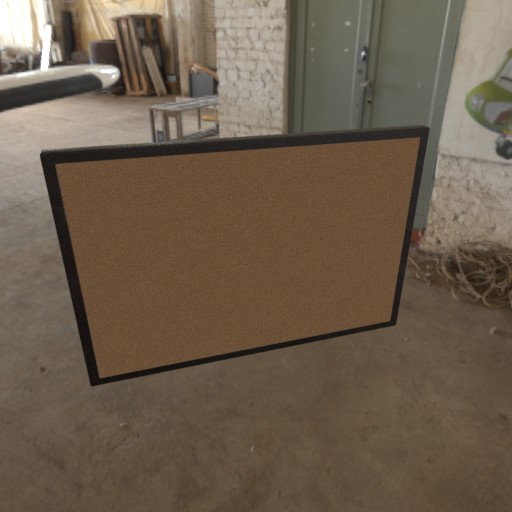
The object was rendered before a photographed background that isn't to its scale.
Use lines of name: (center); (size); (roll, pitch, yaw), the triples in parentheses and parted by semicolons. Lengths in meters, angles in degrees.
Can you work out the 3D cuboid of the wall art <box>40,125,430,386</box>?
wall art: (0.000, 0.000, 1.152); (0.912, 0.612, 0.038); (-8, 28, -15)
